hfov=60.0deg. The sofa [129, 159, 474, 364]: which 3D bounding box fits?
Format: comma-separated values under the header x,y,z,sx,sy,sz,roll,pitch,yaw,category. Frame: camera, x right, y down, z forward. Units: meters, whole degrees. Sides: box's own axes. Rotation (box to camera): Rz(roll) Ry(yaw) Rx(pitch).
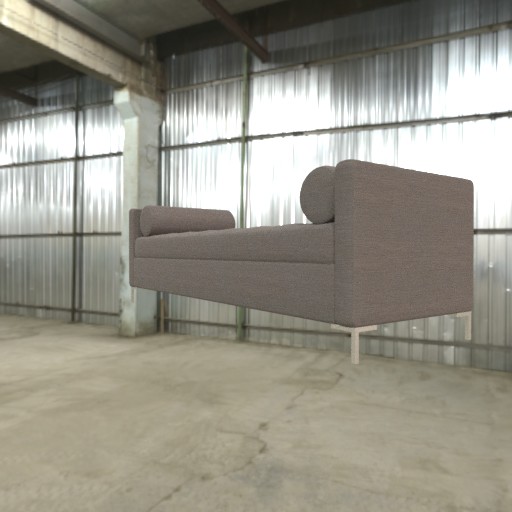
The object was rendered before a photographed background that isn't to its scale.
x,y,z,sx,sy,sz,roll,pitch,yaw,category
0.000,0.000,2.330,0.686,0.635,1.981,0,1,-35,sofa
